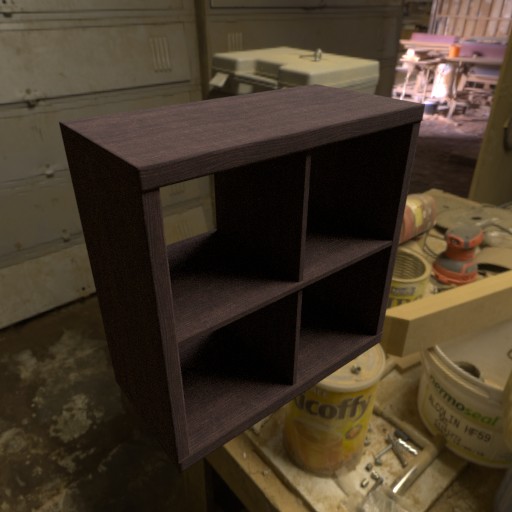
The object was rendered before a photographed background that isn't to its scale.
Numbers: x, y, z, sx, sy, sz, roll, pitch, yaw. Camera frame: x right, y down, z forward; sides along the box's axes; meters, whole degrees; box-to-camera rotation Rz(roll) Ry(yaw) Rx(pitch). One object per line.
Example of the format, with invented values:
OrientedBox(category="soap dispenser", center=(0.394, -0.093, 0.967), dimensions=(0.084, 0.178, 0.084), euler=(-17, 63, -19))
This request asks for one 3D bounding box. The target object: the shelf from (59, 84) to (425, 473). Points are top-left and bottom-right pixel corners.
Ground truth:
OrientedBox(category="shelf", center=(0.000, 0.000, 1.245), dimensions=(0.790, 0.786, 0.390), euler=(-22, 37, -32))
